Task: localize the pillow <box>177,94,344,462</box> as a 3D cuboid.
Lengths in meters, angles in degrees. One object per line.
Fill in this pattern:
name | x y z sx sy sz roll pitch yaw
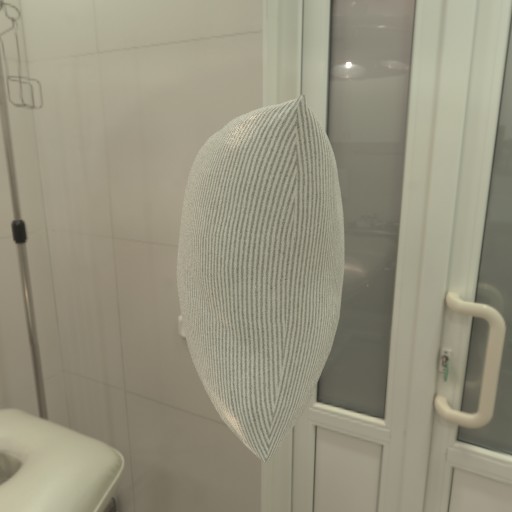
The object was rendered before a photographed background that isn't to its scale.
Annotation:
pillow | 0.000 0.000 0.683 0.310 0.432 0.387 7 16 27
